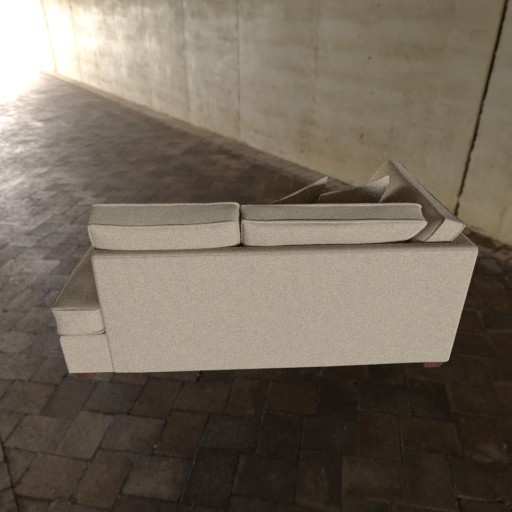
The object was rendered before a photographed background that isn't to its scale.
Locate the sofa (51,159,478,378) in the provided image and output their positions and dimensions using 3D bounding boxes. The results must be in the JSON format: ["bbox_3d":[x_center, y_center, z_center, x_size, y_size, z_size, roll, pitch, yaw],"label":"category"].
[{"bbox_3d":[0.000,0.000,2.825,2.237,1.033,1.110,-1,29,-2],"label":"sofa"}]
